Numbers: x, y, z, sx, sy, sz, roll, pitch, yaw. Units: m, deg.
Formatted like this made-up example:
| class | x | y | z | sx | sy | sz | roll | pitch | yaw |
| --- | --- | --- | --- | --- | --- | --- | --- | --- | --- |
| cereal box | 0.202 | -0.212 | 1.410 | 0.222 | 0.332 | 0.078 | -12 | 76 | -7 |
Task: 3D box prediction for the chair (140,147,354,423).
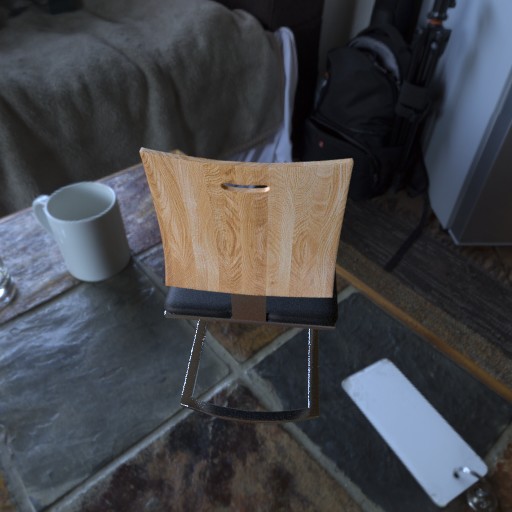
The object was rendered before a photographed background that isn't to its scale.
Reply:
| class | x | y | z | sx | sy | sz | roll | pitch | yaw |
| --- | --- | --- | --- | --- | --- | --- | --- | --- | --- |
| chair | 0.000 | 0.000 | 1.260 | 0.462 | 0.936 | 0.560 | 4 | 46 | 4 |
